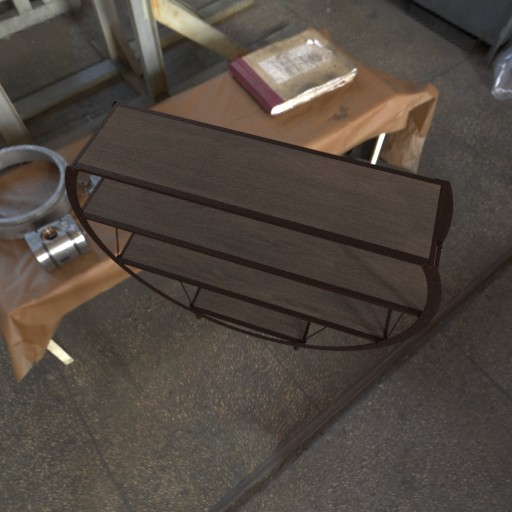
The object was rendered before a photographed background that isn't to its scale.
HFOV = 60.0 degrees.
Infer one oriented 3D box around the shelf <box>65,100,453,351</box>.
[{"bbox_3d":[0.000,0.000,1.912,1.403,1.063,0.344,16,61,9],"label":"shelf"}]
